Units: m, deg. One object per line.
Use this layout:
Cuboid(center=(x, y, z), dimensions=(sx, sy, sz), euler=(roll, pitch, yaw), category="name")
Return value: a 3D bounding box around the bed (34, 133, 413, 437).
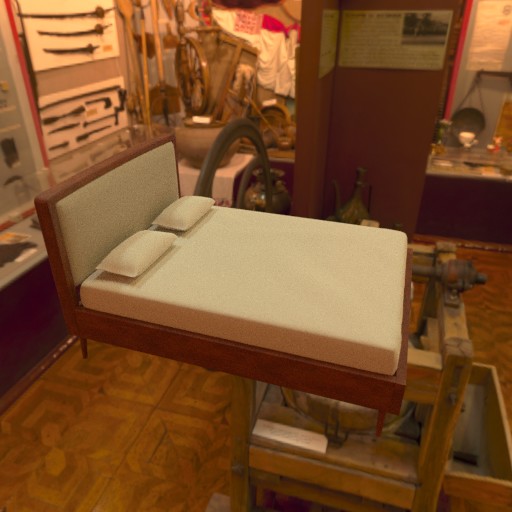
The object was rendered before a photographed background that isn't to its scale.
Cuboid(center=(0.000, 0.000, 3.216), dimensions=(2.196, 1.275, 1.587), euler=(9, 31, 16), category="bed")
